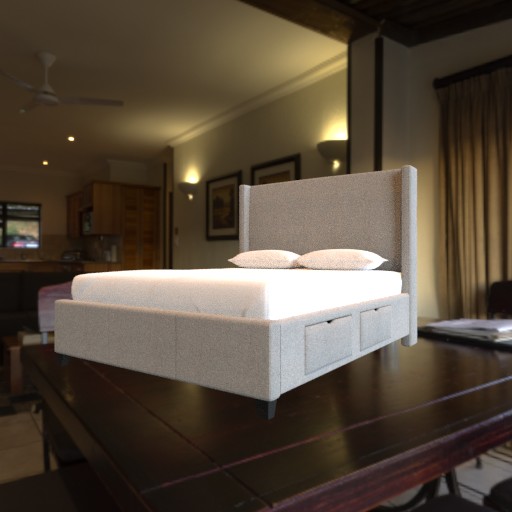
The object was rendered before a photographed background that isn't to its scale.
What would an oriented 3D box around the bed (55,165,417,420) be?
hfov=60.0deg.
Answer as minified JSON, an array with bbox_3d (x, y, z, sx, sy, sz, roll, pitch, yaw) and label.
[{"bbox_3d":[0.000,0.000,3.370,1.774,1.491,2.222,0,0,36],"label":"bed"}]
